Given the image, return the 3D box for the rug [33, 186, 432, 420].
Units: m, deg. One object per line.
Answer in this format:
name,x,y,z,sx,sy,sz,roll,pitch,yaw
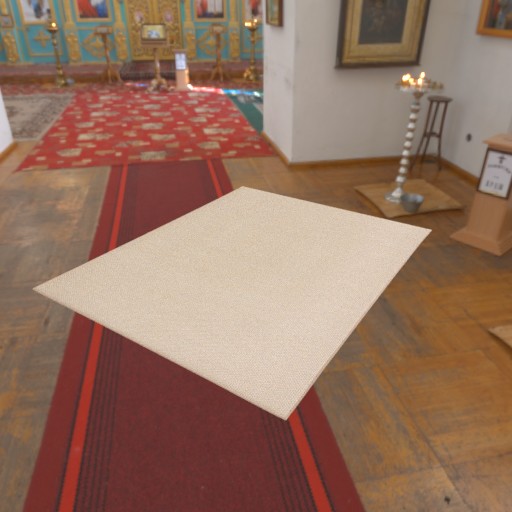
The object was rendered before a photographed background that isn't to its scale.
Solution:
rug,0.000,0.000,4.190,2.462,0.018,3.039,18,33,29
